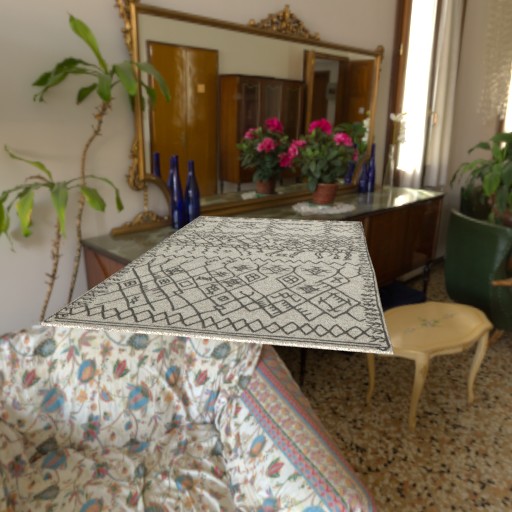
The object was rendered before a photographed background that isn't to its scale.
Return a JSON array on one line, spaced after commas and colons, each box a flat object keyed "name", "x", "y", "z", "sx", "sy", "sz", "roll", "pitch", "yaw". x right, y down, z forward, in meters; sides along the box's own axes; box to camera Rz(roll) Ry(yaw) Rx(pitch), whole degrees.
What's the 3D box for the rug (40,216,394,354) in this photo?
[{"name": "rug", "x": 0.000, "y": 0.000, "z": 4.701, "sx": 2.393, "sy": 0.019, "sz": 3.824, "roll": 3, "pitch": 17, "yaw": 10}]
